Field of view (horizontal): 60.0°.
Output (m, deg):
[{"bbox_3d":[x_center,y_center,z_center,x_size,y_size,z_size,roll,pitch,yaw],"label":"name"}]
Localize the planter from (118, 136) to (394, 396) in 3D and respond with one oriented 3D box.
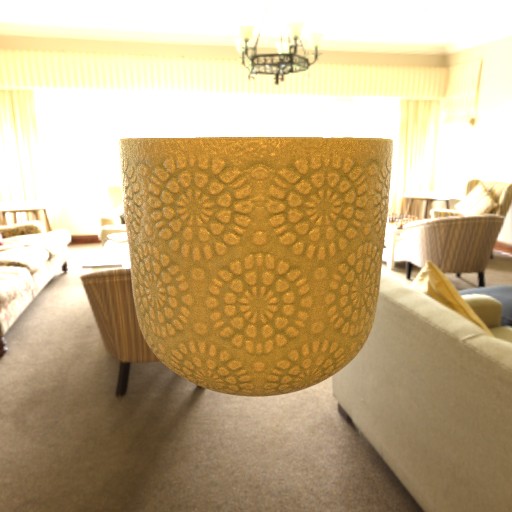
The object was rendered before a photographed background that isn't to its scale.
[{"bbox_3d":[0.000,0.000,0.301,0.169,0.153,0.169,0,14,0],"label":"planter"}]
